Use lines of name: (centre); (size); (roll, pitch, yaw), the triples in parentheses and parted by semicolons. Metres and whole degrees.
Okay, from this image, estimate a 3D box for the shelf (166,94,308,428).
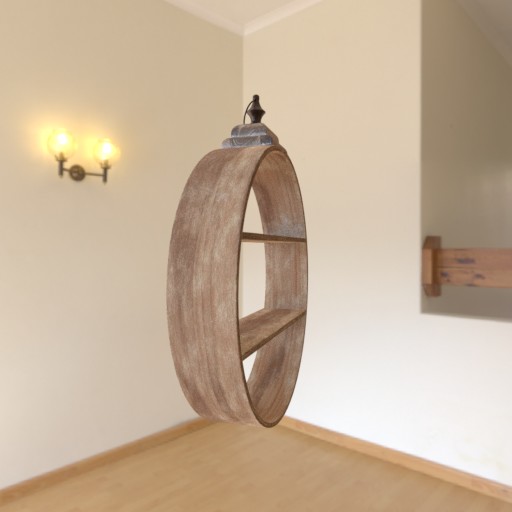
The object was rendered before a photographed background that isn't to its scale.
shelf: (0.000, 0.000, 1.003); (0.125, 0.725, 0.601); (0, 1, 18)
